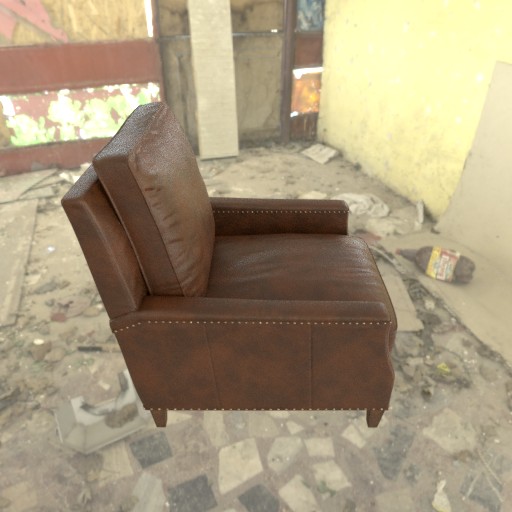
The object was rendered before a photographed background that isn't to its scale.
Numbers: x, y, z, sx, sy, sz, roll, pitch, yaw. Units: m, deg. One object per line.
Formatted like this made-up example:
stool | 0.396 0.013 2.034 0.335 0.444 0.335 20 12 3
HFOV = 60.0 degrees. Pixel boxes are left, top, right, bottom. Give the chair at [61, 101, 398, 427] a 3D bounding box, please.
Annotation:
chair | 0.000 0.000 1.753 1.035 1.054 0.854 0 33 0
